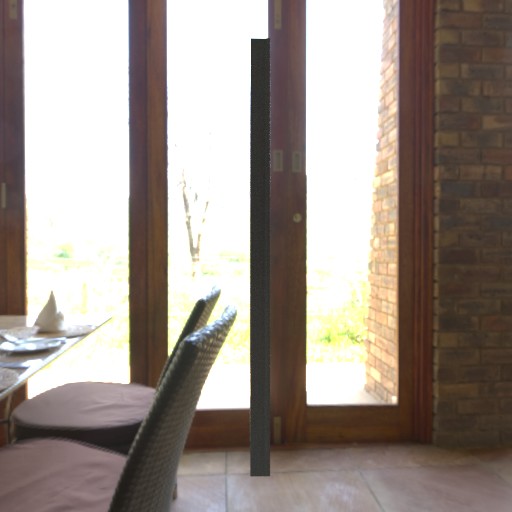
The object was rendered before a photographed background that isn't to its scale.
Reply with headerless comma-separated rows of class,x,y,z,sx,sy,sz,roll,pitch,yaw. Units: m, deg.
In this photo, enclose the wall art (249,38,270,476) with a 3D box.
wall art,0.000,0.000,0.893,0.026,0.558,0.660,0,0,-1
